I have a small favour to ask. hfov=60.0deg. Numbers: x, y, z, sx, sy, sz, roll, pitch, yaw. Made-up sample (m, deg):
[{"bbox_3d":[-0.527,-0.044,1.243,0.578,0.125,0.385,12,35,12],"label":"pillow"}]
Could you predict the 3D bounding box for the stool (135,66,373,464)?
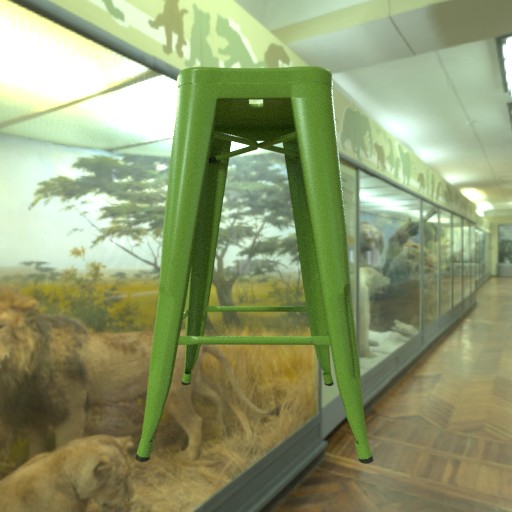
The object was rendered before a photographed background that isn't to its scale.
[{"bbox_3d":[0.000,0.000,0.847,0.358,0.609,0.398,0,1,1],"label":"stool"}]
